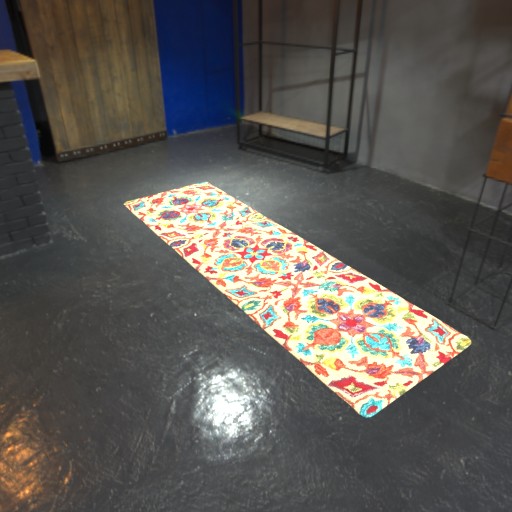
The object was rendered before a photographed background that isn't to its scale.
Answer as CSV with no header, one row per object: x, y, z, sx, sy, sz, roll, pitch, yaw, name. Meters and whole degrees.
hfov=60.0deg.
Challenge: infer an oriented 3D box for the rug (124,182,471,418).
0.000,0.000,2.534,0.693,0.016,2.273,-21,37,-30,rug
